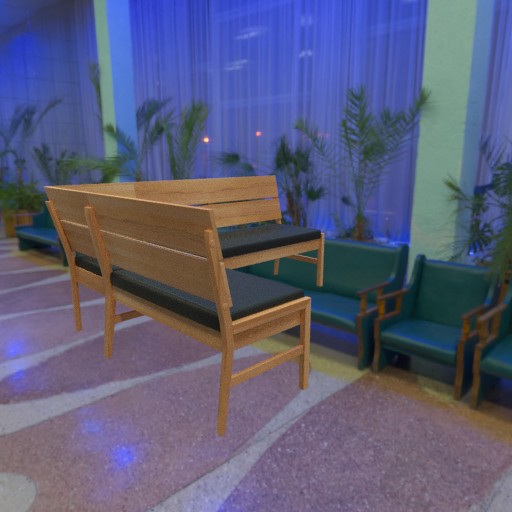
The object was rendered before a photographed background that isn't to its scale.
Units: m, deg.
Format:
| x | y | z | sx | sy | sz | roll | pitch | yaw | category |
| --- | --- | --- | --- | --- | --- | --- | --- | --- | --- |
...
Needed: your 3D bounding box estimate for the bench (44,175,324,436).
| x | y | z | sx | sy | sz | roll | pitch | yaw | category |
| --- | --- | --- | --- | --- | --- | --- | --- | --- | --- |
| 0.000 | 0.000 | 2.801 | 1.948 | 0.890 | 1.548 | -12 | 18 | -43 | bench |
